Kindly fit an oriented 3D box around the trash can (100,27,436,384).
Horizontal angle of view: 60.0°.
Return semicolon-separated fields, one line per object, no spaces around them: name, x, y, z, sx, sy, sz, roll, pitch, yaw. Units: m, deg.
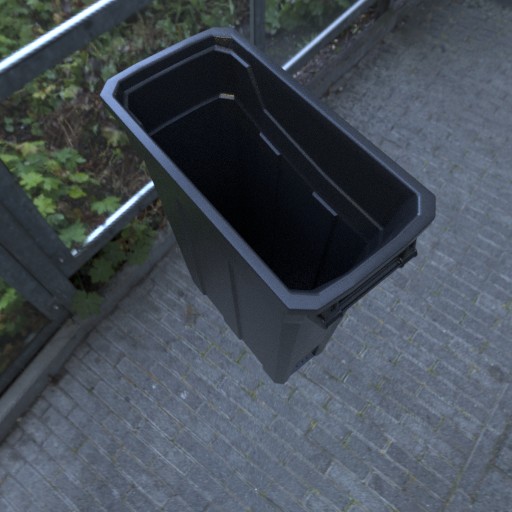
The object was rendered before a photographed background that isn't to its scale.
trash can;0.000;0.000;1.026;0.281;0.762;0.559;-35;68;-17
